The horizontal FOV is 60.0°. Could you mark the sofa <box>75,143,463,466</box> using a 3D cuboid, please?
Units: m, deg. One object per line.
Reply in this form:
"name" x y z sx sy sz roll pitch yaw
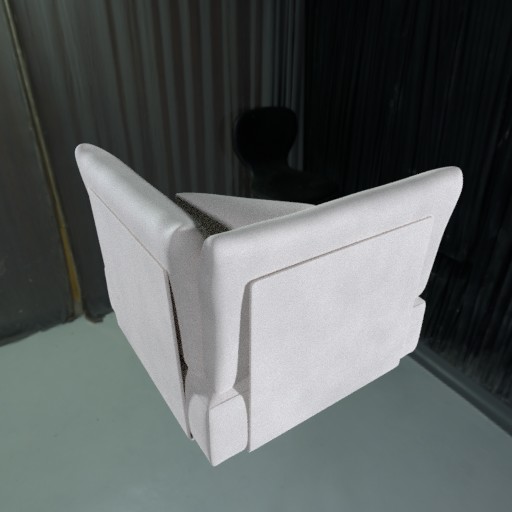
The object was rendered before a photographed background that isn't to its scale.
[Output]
"sofa" 0.000 0.000 1.739 1.000 0.820 1.000 -19 35 -28
